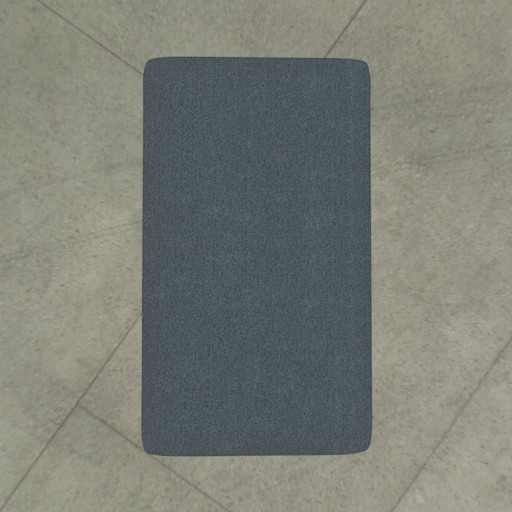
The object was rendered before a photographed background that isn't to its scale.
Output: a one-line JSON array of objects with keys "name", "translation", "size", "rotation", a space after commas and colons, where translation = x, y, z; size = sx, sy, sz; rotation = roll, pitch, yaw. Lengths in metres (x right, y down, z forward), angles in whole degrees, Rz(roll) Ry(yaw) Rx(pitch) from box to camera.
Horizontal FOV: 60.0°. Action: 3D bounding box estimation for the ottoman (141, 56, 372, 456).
[{"name": "ottoman", "translation": [0.000, 0.000, 1.492], "size": [0.681, 0.494, 1.173], "rotation": [0, 89, -1]}]
